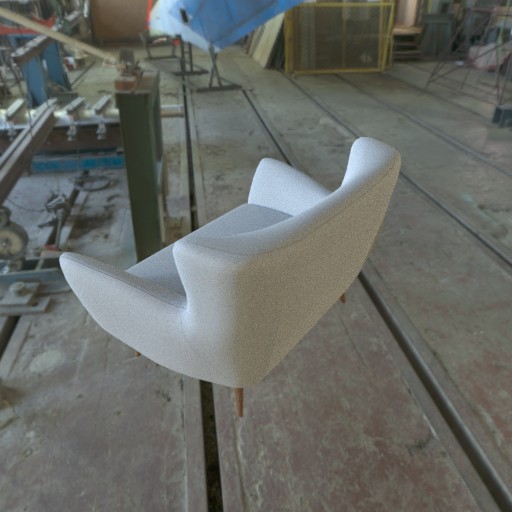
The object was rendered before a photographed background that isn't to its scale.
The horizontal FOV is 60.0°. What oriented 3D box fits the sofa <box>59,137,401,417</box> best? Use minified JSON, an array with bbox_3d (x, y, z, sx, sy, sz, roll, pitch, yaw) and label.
[{"bbox_3d":[0.000,0.000,2.049,0.921,0.878,1.424,21,37,30],"label":"sofa"}]
